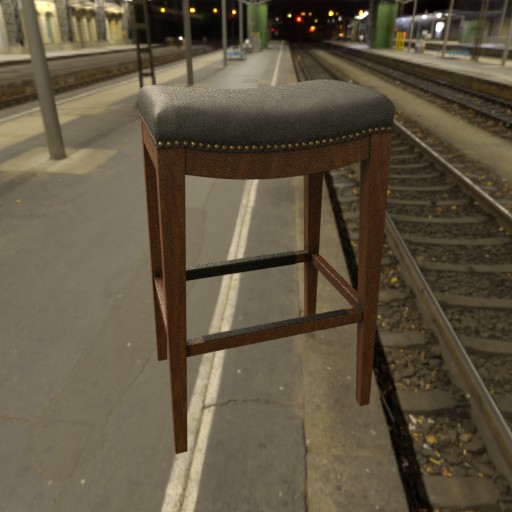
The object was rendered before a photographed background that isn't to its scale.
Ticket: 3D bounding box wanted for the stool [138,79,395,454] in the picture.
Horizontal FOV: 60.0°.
[{"bbox_3d":[0.000,0.000,1.058,0.500,0.765,0.361,-8,28,-16],"label":"stool"}]
